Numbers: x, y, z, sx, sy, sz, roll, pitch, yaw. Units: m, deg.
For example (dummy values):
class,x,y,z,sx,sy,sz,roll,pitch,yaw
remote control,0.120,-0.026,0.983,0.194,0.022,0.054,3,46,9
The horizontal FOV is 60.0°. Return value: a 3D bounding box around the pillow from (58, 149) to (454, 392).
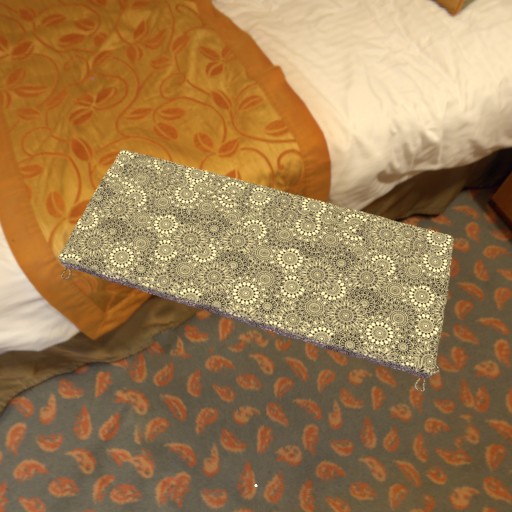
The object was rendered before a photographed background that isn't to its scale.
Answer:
class,x,y,z,sx,sy,sz,roll,pitch,yaw
pillow,0.000,0.000,1.378,1.187,0.081,0.492,16,64,8
